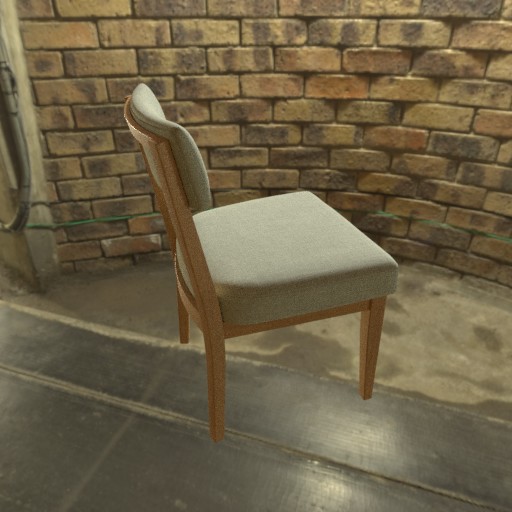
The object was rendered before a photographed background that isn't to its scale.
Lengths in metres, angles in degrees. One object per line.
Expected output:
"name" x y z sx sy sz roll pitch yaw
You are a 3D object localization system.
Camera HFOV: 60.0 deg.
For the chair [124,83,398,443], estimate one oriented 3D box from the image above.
"chair" 0.000 0.000 1.190 0.572 0.832 0.508 -10 32 -17
